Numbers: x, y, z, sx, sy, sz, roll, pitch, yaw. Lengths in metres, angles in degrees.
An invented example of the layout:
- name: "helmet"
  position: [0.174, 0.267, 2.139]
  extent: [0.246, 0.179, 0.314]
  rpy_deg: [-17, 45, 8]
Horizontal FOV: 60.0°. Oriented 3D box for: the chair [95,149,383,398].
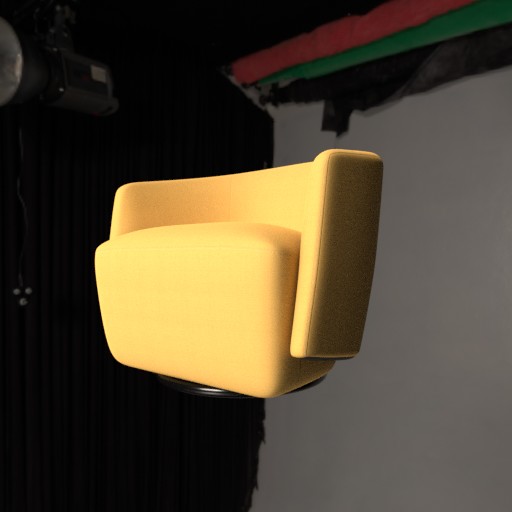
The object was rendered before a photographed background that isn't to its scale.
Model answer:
- name: "chair"
  position: [0.000, 0.000, 1.382]
  extent: [0.773, 0.698, 0.767]
  rpy_deg: [0, 0, 38]
